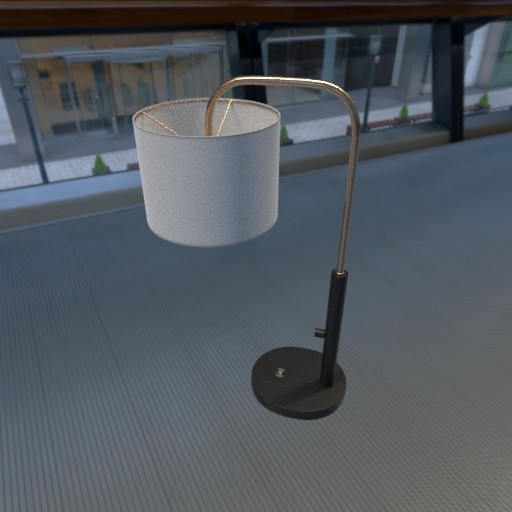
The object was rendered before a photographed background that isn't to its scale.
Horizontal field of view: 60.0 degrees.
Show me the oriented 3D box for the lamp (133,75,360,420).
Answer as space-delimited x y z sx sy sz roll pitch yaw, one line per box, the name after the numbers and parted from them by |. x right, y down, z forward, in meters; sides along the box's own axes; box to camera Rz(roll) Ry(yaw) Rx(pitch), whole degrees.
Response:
0.000 0.000 0.704 0.337 0.540 0.199 9 33 14 | lamp
